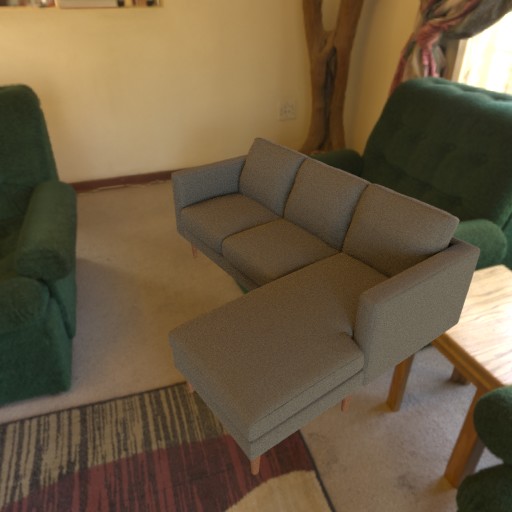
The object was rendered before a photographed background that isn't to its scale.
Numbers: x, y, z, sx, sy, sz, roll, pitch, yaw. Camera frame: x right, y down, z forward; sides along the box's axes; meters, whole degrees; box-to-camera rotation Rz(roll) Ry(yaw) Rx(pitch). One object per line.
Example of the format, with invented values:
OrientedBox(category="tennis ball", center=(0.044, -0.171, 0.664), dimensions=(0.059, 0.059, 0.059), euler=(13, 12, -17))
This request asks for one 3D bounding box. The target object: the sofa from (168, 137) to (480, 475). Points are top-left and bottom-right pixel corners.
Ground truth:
OrientedBox(category="sofa", center=(0.000, 0.000, 2.842), dimensions=(1.591, 0.897, 2.031), euler=(-21, 38, -30))
